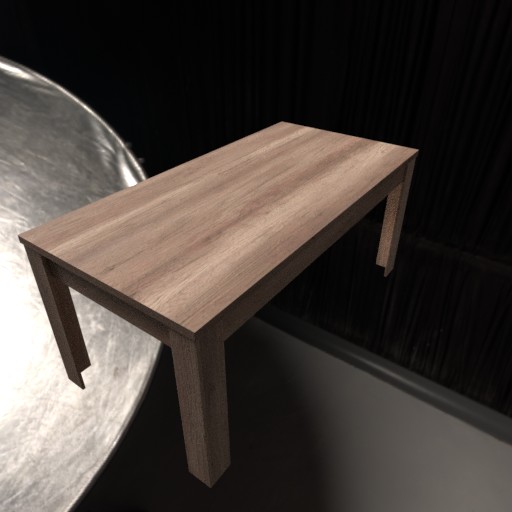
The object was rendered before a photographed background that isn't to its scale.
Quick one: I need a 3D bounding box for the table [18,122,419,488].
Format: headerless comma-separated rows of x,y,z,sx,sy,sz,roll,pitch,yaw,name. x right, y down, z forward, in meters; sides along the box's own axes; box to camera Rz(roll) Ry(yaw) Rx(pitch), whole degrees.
0.000,0.000,2.263,0.900,0.790,1.800,22,39,30,table
